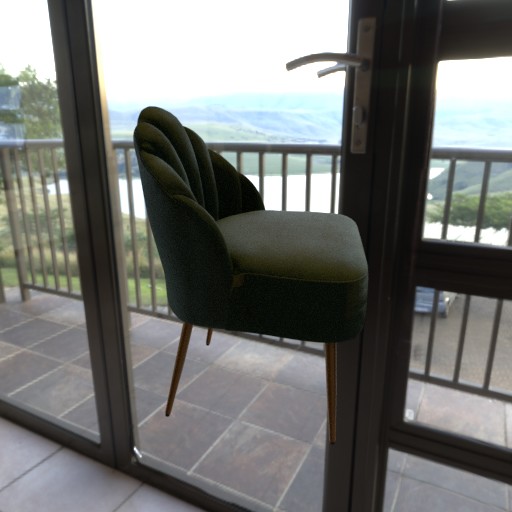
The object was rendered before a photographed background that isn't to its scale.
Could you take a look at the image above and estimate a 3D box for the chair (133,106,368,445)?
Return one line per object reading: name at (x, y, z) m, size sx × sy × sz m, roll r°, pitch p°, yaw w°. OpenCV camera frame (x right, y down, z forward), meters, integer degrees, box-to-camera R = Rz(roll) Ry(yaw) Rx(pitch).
chair at (0.000, 0.000, 1.273) m, size 0.599 × 0.819 × 0.657 m, roll 3°, pitch 16°, yaw 9°
